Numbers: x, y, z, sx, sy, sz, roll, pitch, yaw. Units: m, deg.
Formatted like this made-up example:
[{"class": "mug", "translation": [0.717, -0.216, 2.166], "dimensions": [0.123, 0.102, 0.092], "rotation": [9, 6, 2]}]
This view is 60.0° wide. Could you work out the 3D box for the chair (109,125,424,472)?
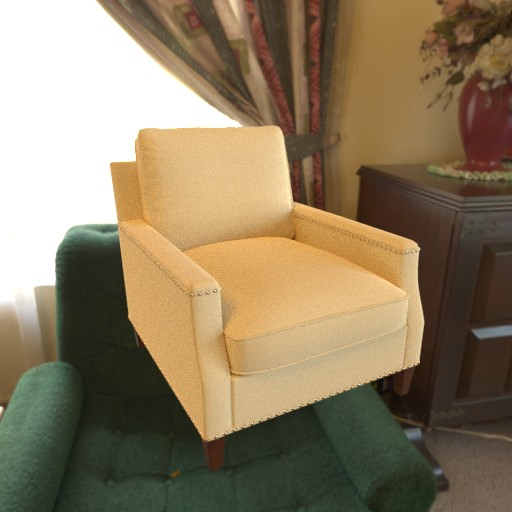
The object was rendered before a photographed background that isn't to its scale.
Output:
[{"class": "chair", "translation": [0.000, 0.000, 1.714], "dimensions": [0.853, 0.943, 1.014], "rotation": [-10, 21, -27]}]
